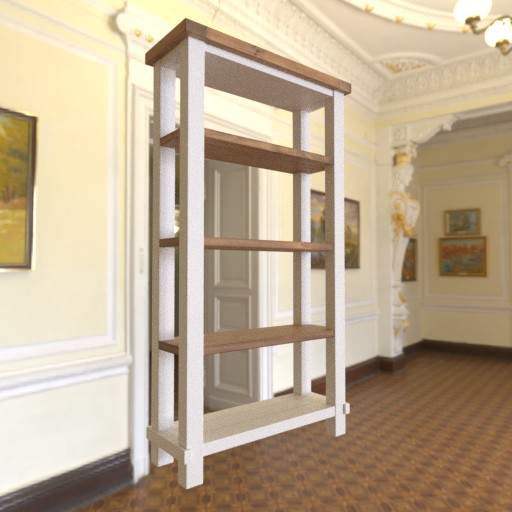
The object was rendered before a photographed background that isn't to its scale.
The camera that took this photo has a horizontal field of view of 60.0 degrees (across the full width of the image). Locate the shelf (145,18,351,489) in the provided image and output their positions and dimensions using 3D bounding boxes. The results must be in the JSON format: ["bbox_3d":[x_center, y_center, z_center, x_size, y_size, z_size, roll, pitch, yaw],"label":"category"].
[{"bbox_3d":[0.000,0.000,2.208,1.022,1.878,0.381,1,-2,-38],"label":"shelf"}]
